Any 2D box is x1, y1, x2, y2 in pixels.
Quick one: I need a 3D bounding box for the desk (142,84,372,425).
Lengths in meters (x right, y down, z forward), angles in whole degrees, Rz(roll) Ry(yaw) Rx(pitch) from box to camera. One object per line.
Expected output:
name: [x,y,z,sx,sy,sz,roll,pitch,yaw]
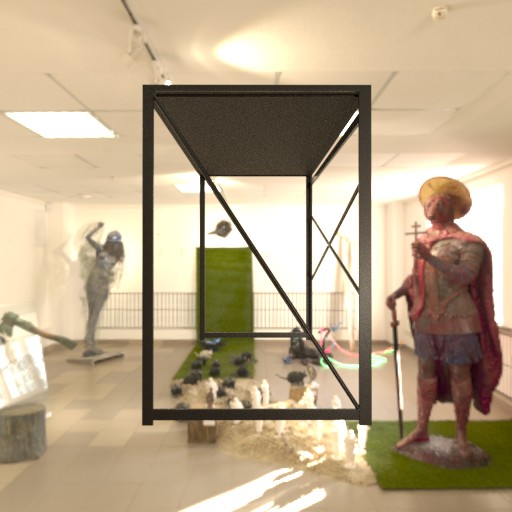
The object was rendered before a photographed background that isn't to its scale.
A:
desk: [0.000,0.000,1.479,0.505,0.747,1.015,0,0,0]
